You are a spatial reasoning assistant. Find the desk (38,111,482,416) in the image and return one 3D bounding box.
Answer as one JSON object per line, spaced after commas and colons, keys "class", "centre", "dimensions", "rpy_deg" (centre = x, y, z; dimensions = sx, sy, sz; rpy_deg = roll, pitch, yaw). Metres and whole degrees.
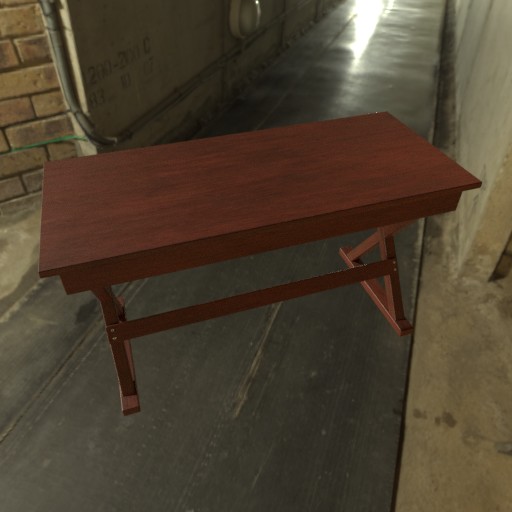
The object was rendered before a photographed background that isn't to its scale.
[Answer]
{"class": "desk", "centre": [0.000, 0.000, 1.756], "dimensions": [1.372, 0.761, 0.600], "rpy_deg": [-12, 43, -14]}
